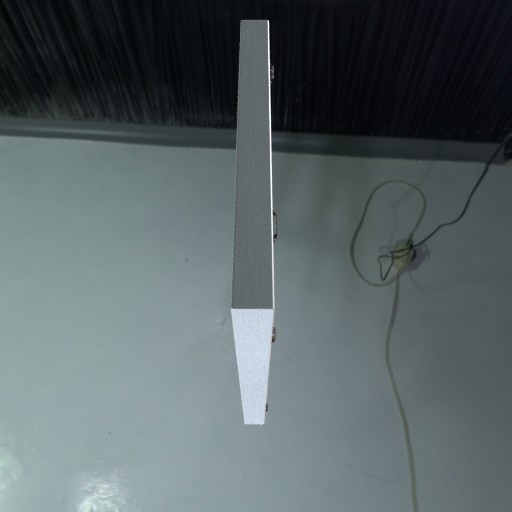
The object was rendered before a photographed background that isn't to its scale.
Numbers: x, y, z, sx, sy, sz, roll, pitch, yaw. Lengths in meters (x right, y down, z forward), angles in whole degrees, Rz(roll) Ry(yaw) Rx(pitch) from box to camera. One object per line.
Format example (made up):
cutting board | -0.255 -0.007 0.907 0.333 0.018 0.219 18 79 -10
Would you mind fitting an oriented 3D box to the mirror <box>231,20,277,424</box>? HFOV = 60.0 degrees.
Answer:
mirror | 0.000 0.000 0.687 0.041 0.509 0.406 0 59 0
